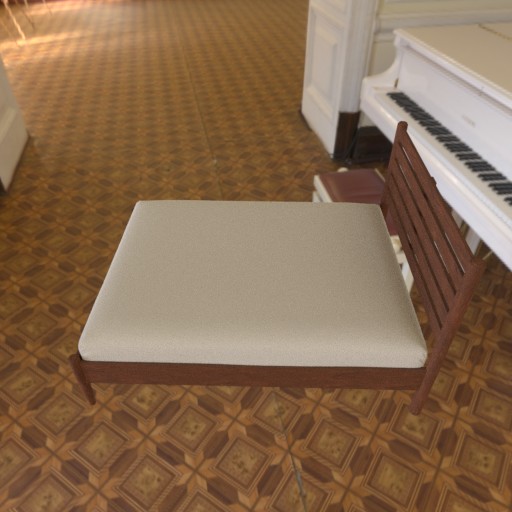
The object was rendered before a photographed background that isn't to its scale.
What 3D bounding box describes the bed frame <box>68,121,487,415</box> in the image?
[{"bbox_3d":[0.000,0.000,3.155,2.234,1.321,1.655,1,40,1],"label":"bed frame"}]
